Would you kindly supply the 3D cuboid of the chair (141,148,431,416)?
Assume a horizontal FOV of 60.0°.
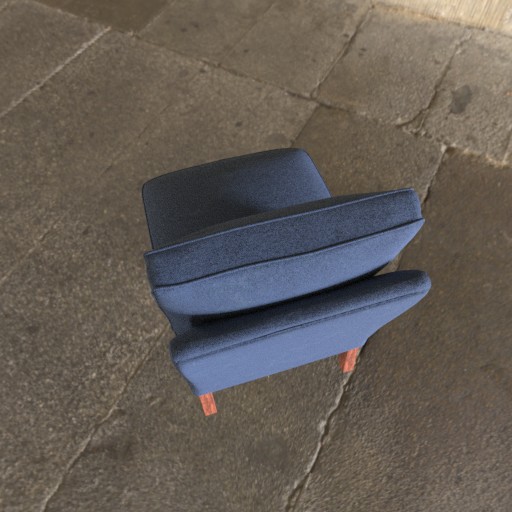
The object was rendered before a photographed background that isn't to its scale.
[{"bbox_3d":[0.000,0.000,1.632,0.724,1.052,0.912,-15,59,-9],"label":"chair"}]
